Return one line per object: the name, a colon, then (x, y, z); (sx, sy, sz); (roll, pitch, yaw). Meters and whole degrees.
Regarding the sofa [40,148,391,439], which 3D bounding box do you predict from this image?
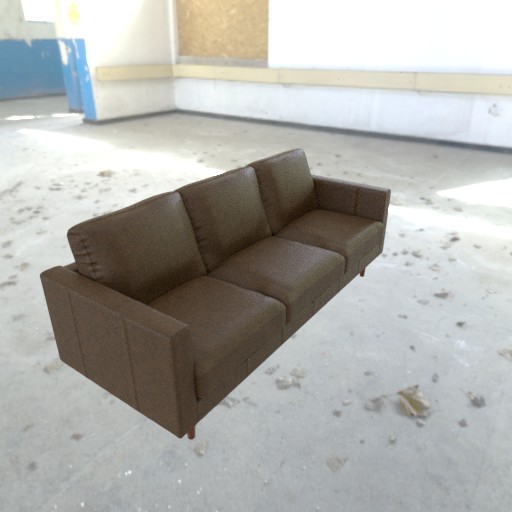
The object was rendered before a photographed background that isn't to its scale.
sofa: (0.000, 0.000, 2.747); (0.903, 0.930, 2.231); (18, 31, 32)
